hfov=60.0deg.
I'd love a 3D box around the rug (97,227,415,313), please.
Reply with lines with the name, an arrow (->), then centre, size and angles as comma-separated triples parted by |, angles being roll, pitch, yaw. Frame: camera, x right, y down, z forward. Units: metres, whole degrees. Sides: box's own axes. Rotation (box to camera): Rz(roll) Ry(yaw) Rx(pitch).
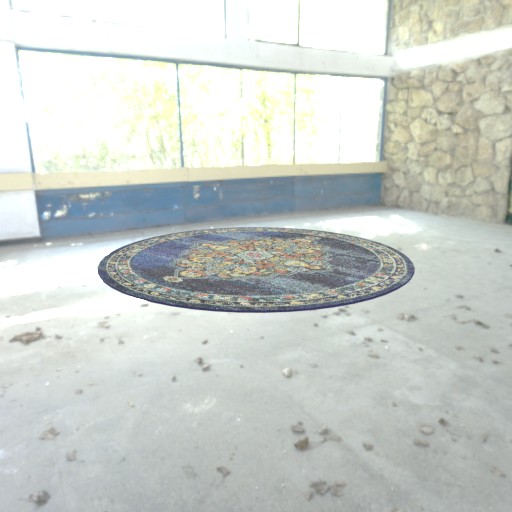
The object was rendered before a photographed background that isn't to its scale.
rug -> 0.000, 0.000, 3.525 | 2.386, 0.014, 2.386 | 0, 15, 0
